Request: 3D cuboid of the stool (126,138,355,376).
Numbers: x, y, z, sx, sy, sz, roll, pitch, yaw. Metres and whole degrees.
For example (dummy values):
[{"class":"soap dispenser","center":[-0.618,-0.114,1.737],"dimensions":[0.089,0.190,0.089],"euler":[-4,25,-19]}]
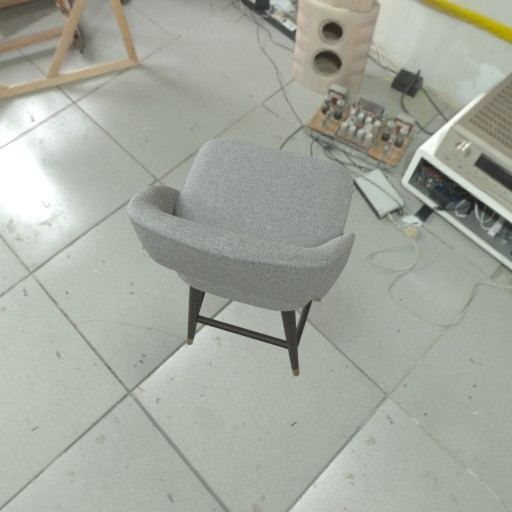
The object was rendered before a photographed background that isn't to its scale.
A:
[{"class":"stool","center":[0.000,0.000,1.311],"dimensions":[0.494,1.037,0.509],"euler":[15,65,7]}]
